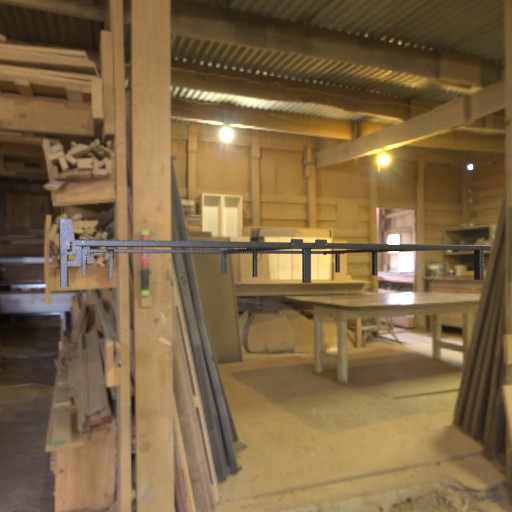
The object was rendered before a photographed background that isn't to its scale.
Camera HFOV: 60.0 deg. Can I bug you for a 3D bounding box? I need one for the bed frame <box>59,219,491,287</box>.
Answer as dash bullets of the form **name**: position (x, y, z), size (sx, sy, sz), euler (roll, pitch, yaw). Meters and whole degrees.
- **bed frame**: position (0.000, 0.000, 2.615), size (1.990, 0.248, 1.498), euler (0, -1, -18)
